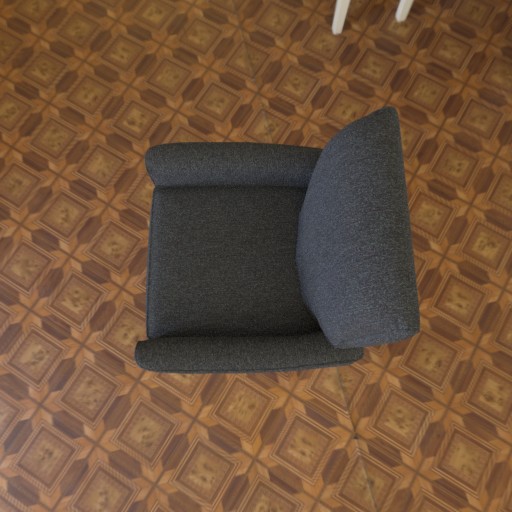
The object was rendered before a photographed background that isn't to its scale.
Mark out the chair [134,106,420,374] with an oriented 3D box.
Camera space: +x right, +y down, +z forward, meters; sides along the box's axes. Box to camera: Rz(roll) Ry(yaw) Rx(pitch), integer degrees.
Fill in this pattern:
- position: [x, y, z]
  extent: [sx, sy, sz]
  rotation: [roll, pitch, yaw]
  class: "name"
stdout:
- position: [0.000, 0.000, 1.641]
  extent: [0.850, 1.016, 0.839]
  rotation: [-1, 76, 0]
  class: "chair"
